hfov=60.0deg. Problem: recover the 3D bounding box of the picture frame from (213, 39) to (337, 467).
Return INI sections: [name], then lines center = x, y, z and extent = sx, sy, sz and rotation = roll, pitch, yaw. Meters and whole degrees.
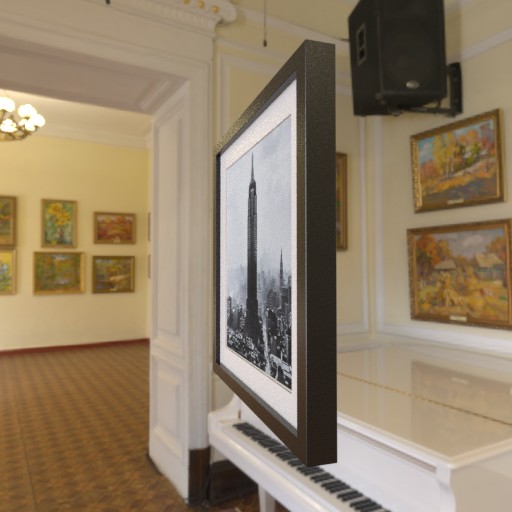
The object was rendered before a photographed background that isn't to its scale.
[picture frame]
center = 0.000, 0.000, 0.538
extent = 0.029, 0.353, 0.355
rotation = 0, -2, -18
